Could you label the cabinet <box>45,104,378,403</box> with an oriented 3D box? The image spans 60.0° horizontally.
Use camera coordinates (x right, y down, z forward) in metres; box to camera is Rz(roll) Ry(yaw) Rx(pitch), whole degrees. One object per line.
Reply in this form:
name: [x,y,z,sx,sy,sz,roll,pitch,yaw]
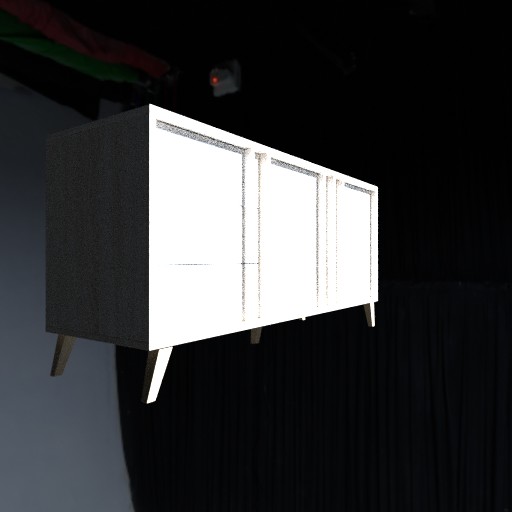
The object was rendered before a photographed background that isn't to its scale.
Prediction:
cabinet: [0.000,0.000,1.964,0.500,0.780,1.649,0,0,36]
